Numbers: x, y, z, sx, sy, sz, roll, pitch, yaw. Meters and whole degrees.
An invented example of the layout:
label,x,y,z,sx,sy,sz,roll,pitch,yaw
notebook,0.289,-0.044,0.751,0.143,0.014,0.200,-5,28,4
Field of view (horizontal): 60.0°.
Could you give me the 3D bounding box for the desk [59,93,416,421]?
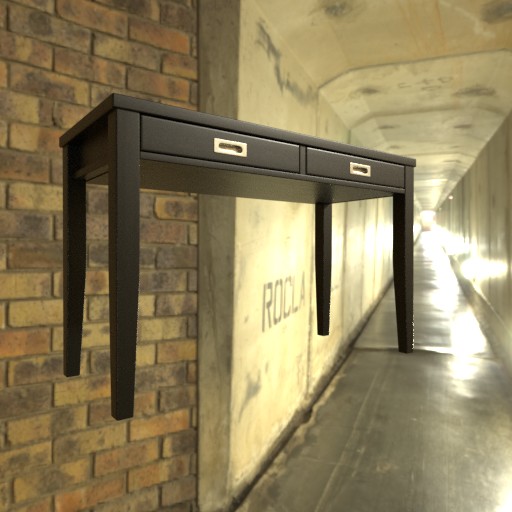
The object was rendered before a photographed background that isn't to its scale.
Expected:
label,x,y,z,sx,sy,sz,roll,pitch,yaw
desk,0.000,0.000,1.606,1.220,0.775,0.508,0,1,-37
